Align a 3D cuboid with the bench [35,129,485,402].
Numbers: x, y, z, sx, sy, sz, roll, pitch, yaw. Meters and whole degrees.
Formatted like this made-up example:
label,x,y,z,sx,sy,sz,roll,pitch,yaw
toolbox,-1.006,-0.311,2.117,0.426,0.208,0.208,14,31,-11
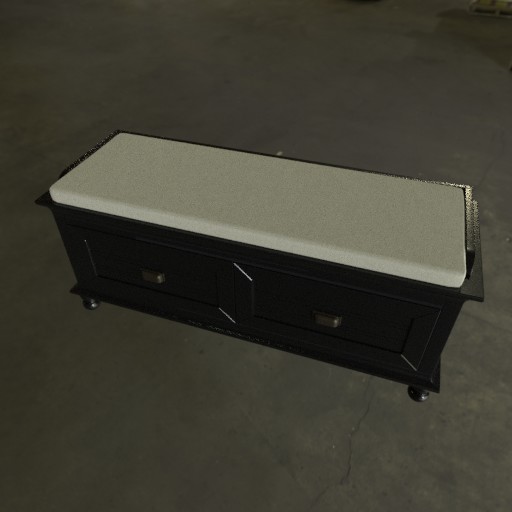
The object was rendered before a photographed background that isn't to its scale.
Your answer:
label,x,y,z,sx,sy,sz,roll,pitch,yaw
bench,0.000,0.000,1.380,1.185,0.501,0.402,13,42,14
